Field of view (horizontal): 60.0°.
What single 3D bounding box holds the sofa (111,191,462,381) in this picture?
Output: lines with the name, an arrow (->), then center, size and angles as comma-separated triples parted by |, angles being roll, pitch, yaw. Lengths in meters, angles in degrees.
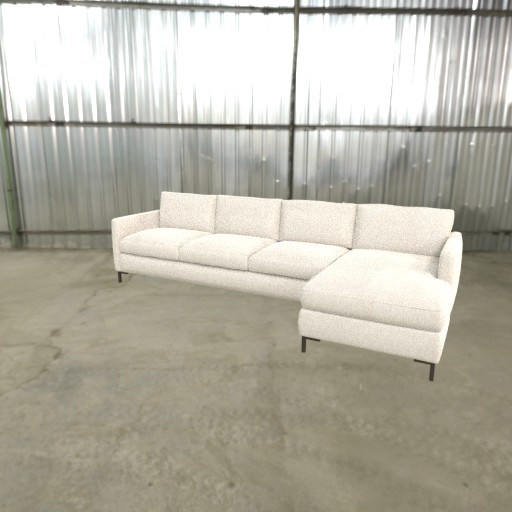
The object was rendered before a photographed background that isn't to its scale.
sofa -> 0.000, 0.000, 2.942 | 2.445, 0.677, 1.126 | 7, 16, 27
